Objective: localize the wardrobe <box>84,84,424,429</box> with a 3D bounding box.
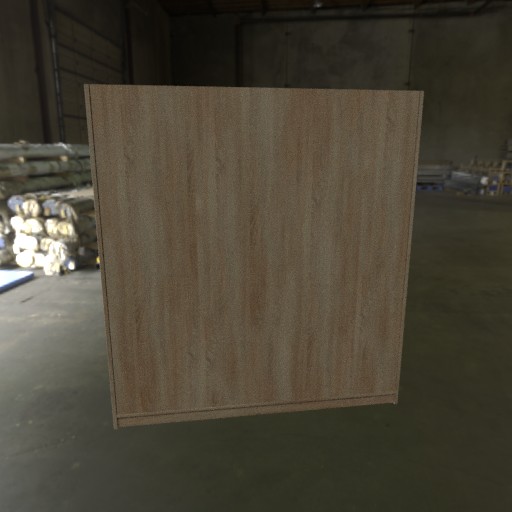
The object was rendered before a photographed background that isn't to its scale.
[{"bbox_3d":[0.000,0.000,3.120,1.998,2.159,0.598,-2,14,-8],"label":"wardrobe"}]
